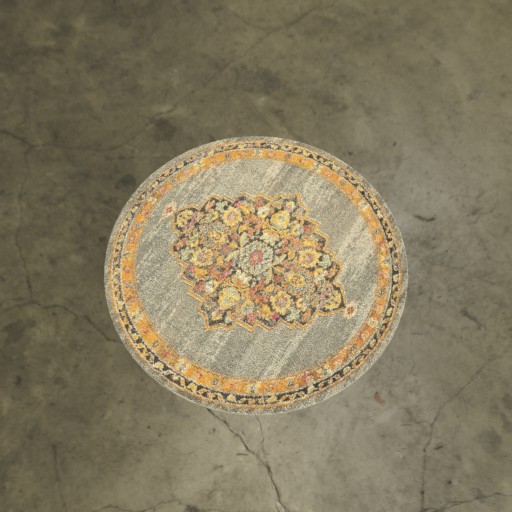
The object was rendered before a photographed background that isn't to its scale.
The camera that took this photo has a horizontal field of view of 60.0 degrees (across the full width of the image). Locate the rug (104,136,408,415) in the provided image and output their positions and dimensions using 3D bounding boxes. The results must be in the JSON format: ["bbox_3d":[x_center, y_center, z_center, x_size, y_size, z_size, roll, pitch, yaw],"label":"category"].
[{"bbox_3d":[0.000,0.000,2.354,1.598,0.010,1.598,0,65,0],"label":"rug"}]
